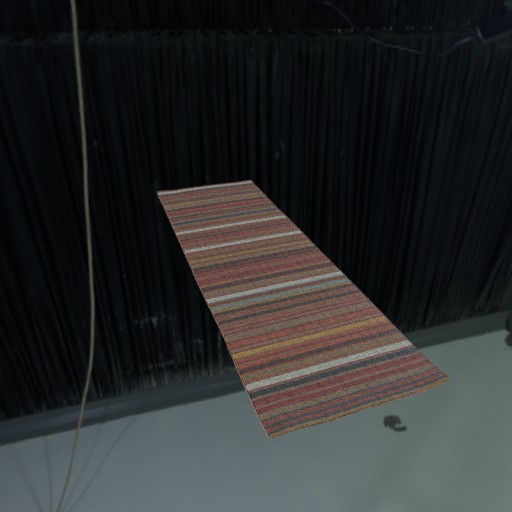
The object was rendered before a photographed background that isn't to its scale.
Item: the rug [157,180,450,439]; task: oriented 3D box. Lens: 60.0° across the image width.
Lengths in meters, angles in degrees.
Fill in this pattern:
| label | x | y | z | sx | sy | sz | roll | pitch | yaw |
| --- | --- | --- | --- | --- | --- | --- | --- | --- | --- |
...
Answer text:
| label | x | y | z | sx | sy | sz | roll | pitch | yaw |
| --- | --- | --- | --- | --- | --- | --- | --- | --- | --- |
| rug | 0.000 | 0.000 | 2.670 | 0.799 | 0.030 | 2.444 | -11 | 32 | -17 |
